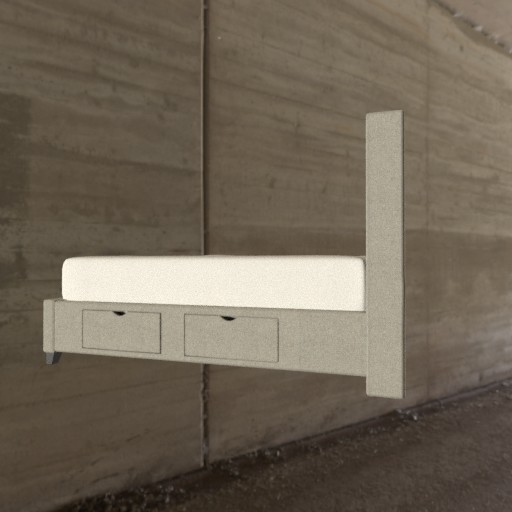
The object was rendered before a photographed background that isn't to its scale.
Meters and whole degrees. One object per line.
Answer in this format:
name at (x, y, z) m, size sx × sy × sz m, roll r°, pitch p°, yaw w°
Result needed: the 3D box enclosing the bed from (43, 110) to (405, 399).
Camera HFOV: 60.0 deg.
bed at (0.000, 0.000, 3.592) m, size 2.280 × 1.470 × 2.140 m, roll 0°, pitch 0°, yaw 18°
